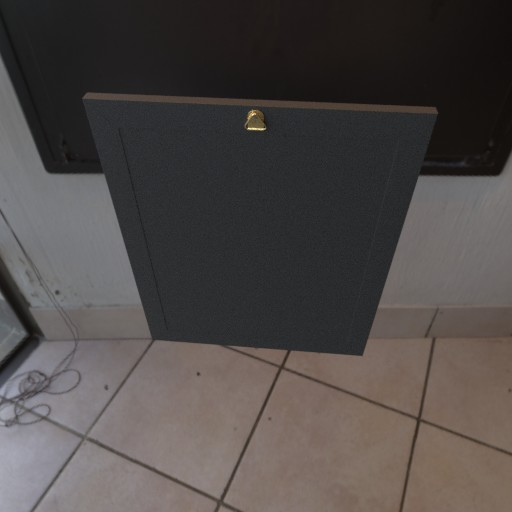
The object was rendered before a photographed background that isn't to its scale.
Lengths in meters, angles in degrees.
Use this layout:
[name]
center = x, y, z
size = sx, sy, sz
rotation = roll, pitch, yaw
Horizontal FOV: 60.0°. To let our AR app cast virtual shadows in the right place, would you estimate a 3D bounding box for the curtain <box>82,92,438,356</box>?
[curtain]
center = 0.000, 0.000, 0.810
size = 0.483, 0.585, 0.027
rotation = 4, 45, 4
